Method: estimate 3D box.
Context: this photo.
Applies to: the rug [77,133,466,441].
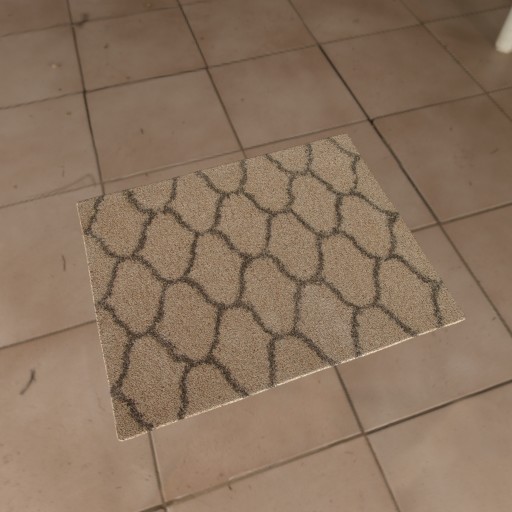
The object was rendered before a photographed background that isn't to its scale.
[{"bbox_3d":[0.000,0.000,4.134,3.000,0.026,2.399,-17,60,-10],"label":"rug"}]
